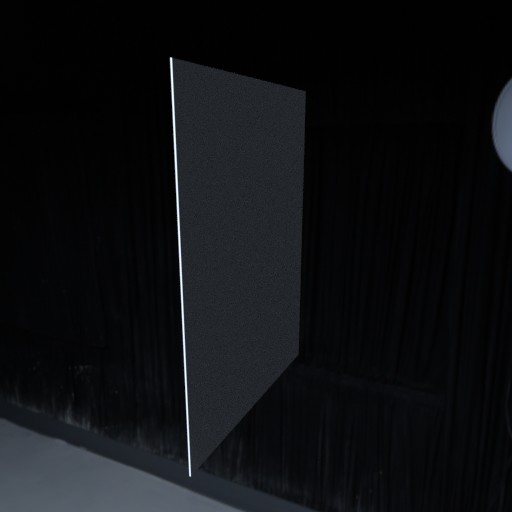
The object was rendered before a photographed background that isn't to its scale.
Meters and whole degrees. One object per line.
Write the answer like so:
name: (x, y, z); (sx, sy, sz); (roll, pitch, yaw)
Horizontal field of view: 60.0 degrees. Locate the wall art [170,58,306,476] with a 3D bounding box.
wall art: (0.000, 0.000, 0.816); (0.003, 0.609, 0.457); (7, 17, 26)
